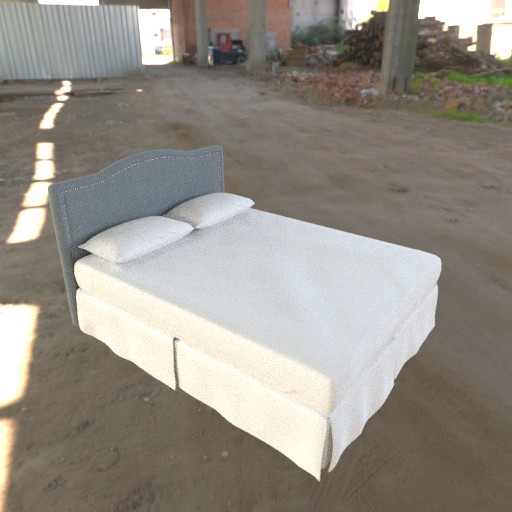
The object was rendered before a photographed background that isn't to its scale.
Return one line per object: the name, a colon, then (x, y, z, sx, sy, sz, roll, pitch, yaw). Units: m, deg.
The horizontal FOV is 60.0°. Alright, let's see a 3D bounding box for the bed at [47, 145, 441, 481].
bed: (0.000, 0.000, 3.810, 2.689, 1.457, 2.161, 18, 31, 33)
